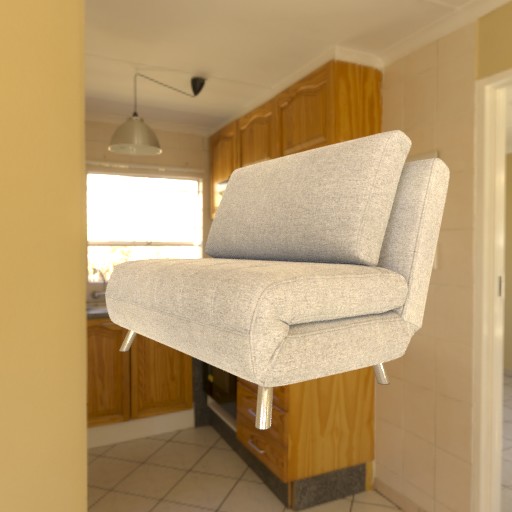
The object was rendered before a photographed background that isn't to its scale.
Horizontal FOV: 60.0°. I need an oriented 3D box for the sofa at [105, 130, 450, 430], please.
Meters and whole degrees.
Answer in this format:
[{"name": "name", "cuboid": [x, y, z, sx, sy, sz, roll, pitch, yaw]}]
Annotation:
[{"name": "sofa", "cuboid": [0.000, 0.000, 1.872, 0.910, 0.910, 1.220, -1, 2, -36]}]
